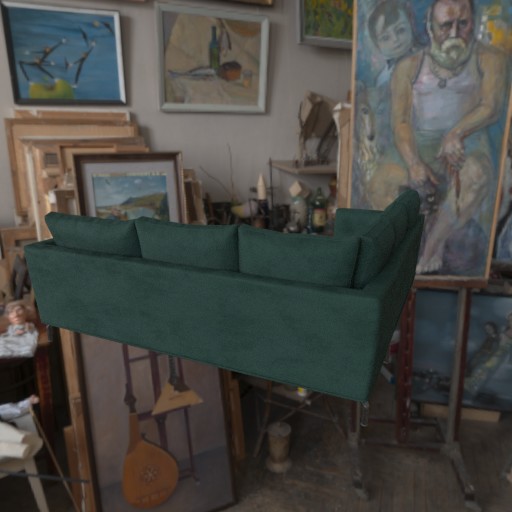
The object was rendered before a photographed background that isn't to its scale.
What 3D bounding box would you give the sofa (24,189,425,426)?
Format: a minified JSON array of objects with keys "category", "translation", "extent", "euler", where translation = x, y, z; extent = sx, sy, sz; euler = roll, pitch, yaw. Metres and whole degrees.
[{"category":"sofa","translation":[0.000,0.000,3.725],"extent":[2.452,1.004,2.468],"euler":[7,17,24]}]
